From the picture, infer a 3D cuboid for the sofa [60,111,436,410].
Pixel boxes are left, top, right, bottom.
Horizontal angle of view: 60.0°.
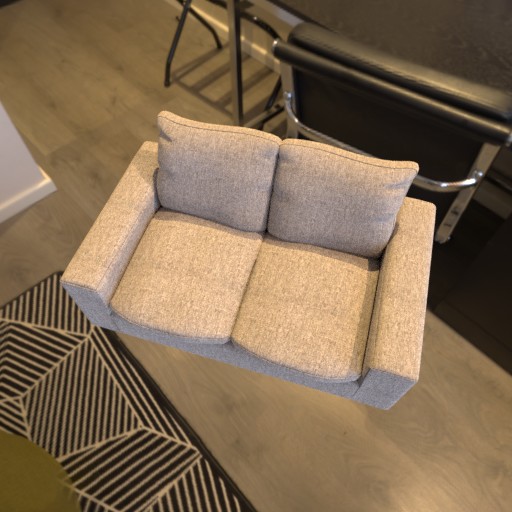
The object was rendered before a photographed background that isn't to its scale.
[{"bbox_3d":[0.000,0.000,2.382,1.758,0.877,1.094,14,59,9],"label":"sofa"}]
